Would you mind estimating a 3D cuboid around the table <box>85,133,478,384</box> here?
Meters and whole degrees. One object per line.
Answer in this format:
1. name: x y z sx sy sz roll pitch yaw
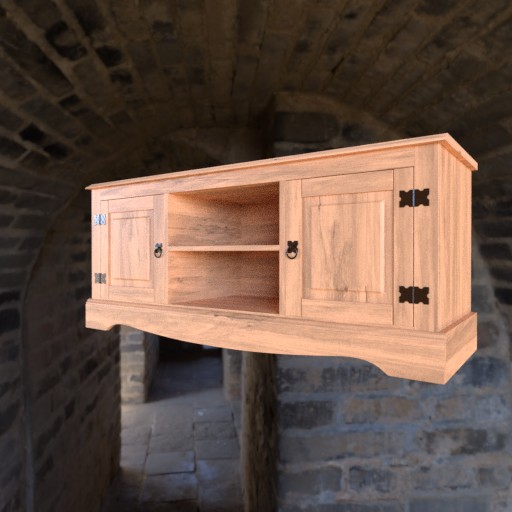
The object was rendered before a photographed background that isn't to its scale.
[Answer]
1. table: 0.000 0.000 1.395 1.200 0.510 0.400 0 0 35
